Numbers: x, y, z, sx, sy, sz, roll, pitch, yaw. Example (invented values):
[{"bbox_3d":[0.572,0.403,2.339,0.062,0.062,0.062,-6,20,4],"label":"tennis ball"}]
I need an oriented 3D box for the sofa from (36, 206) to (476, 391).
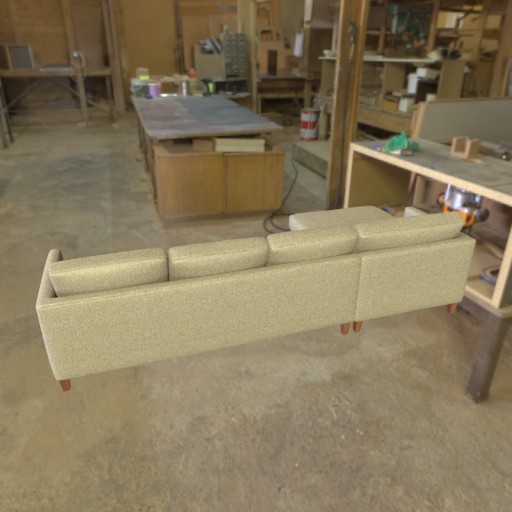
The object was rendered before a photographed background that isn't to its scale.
[{"bbox_3d":[0.000,0.000,3.752,3.201,0.876,1.502,-8,27,-16],"label":"sofa"}]
